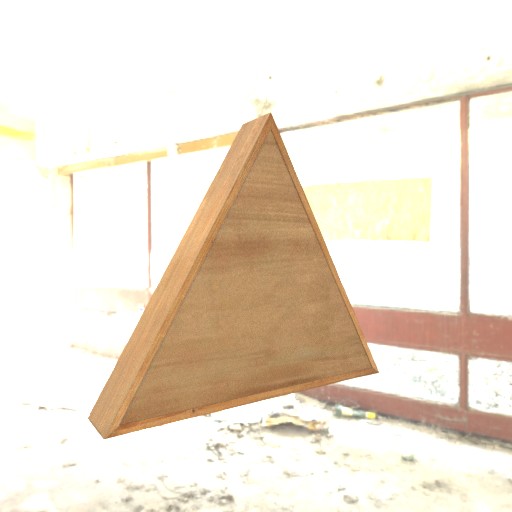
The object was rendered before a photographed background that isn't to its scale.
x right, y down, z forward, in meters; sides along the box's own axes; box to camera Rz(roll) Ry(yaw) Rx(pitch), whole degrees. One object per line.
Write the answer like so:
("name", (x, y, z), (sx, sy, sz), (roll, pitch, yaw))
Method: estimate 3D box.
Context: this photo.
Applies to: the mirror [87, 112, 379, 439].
("mirror", (0.000, 0.000, 0.886), (0.631, 0.548, 0.100), (-1, 1, -35))
